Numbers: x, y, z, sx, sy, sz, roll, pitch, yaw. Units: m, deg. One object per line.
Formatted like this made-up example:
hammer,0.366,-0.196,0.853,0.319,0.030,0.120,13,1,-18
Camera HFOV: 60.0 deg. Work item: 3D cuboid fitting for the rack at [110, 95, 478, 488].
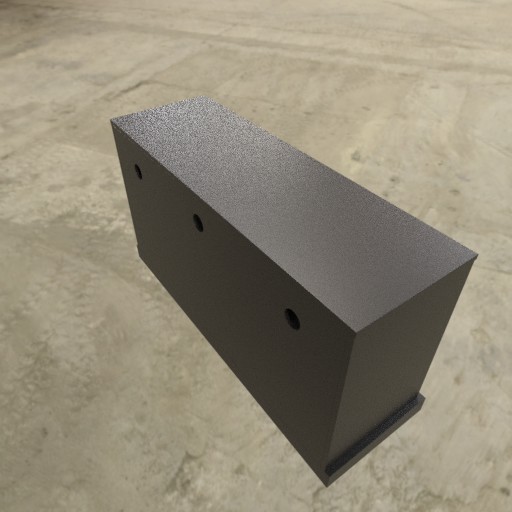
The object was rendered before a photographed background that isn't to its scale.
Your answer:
rack,0.000,0.000,1.467,0.399,0.635,1.206,-25,46,-27
